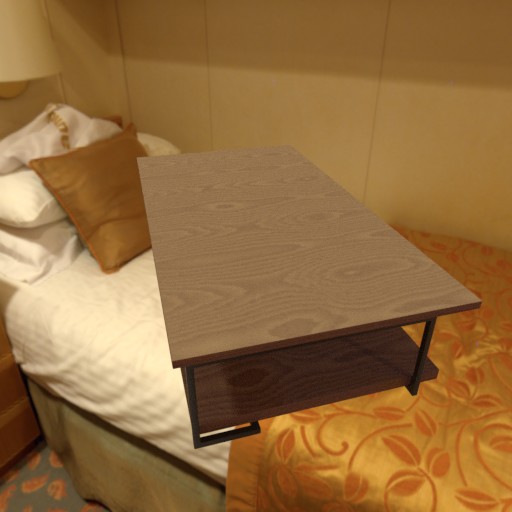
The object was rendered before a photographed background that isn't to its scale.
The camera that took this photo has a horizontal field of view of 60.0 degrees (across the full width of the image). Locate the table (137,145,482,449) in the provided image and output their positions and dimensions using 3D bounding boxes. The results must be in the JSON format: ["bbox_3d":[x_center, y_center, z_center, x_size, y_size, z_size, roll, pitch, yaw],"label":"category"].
[{"bbox_3d":[0.000,0.000,1.441,0.651,0.347,1.197,-8,31,-14],"label":"table"}]
